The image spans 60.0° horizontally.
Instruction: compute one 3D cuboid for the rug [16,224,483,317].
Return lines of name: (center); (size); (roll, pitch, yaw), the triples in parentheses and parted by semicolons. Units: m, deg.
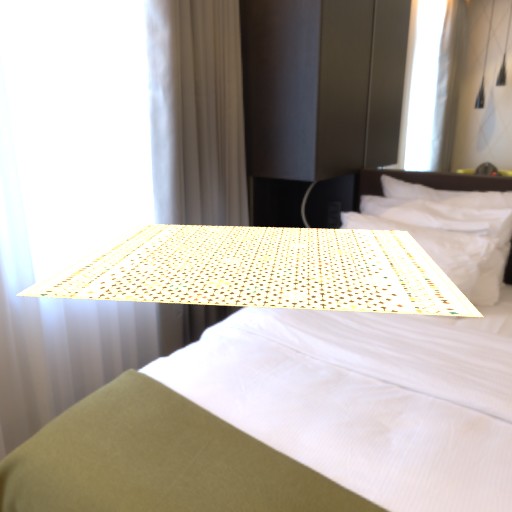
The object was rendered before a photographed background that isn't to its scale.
rug: (0.000, 0.000, 2.009); (1.556, 0.006, 1.146); (2, 17, 6)
